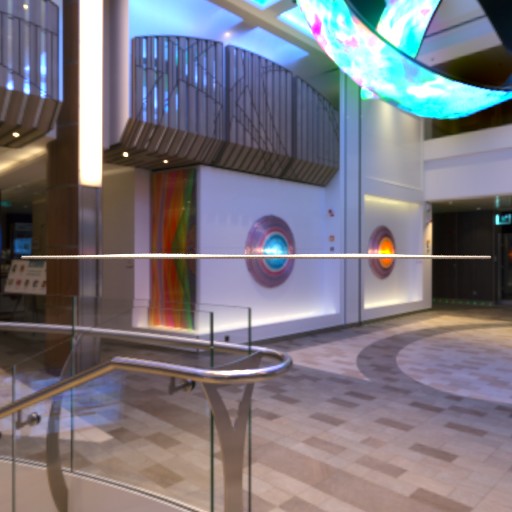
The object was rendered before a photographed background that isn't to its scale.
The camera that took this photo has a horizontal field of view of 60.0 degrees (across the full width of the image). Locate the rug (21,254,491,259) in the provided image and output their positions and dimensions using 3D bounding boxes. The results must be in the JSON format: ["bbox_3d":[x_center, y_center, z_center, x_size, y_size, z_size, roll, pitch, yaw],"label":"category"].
[{"bbox_3d":[0.000,0.000,3.131,2.438,0.026,1.706,0,0,-1],"label":"rug"}]
